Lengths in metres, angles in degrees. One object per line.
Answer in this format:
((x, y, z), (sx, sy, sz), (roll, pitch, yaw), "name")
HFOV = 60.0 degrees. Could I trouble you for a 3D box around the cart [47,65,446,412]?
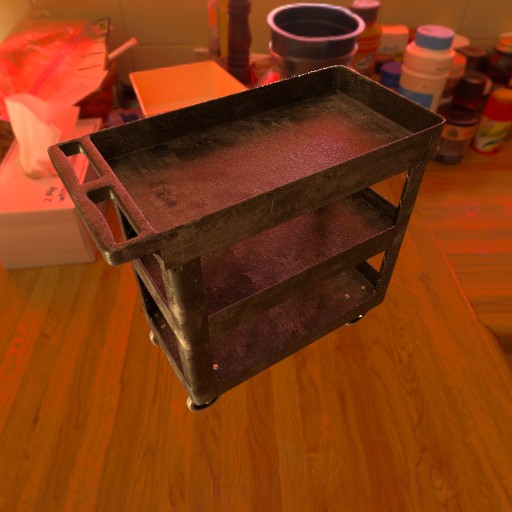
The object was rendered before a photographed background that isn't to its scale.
((0.000, 0.000, 1.340), (0.877, 0.824, 0.420), (-24, 50, -22), "cart")
